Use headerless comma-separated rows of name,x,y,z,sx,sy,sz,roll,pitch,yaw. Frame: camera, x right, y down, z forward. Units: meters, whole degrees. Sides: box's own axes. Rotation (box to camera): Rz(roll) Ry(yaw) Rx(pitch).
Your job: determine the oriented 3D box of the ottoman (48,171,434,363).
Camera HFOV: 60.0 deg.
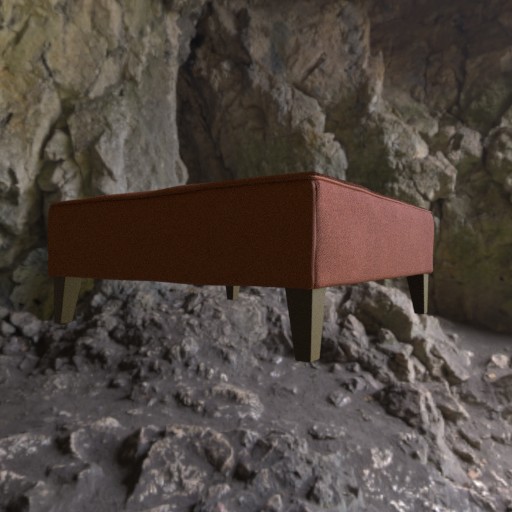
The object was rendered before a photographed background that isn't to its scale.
ottoman,0.000,0.000,1.571,0.999,0.438,0.997,0,0,35
